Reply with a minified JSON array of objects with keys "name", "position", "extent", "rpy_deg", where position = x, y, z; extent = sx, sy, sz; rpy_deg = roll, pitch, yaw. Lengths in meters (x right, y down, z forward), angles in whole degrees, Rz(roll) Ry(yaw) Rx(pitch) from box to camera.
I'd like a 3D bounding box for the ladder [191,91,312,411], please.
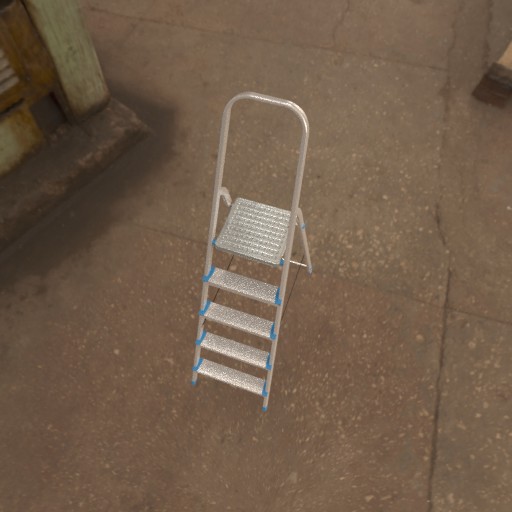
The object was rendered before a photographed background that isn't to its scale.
[{"name":"ladder","position":[0.000,0.000,2.111],"extent":[0.468,1.648,0.990],"rpy_deg":[17,60,10]}]
